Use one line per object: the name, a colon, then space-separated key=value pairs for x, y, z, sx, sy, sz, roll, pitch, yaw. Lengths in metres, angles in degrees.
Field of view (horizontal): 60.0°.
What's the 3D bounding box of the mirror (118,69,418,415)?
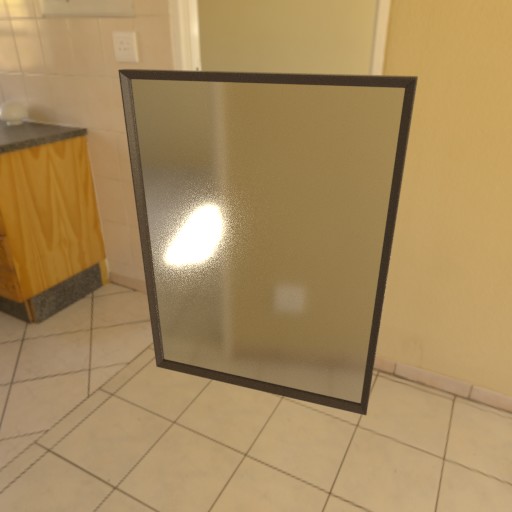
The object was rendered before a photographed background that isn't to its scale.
mirror: x=0.000 y=0.000 z=1.325 sx=0.762 sy=1.016 sz=0.041 roll=8 pitch=28 yaw=16
